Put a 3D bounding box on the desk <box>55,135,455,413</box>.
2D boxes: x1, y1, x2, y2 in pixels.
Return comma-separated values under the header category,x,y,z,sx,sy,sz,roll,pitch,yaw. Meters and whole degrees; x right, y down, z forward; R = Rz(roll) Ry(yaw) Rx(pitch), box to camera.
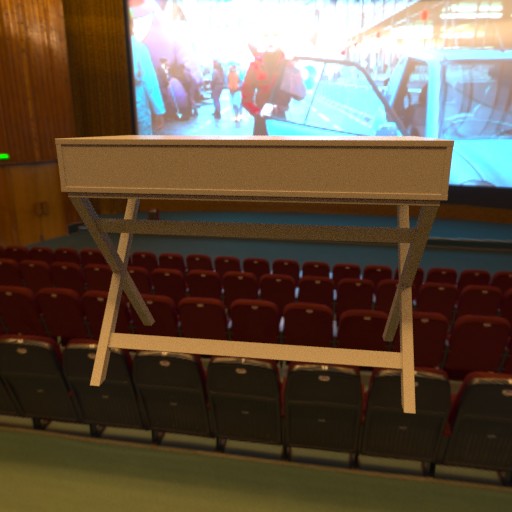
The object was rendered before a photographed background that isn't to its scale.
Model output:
category,x,y,z,sx,sy,sz,roll,pitch,yaw
desk,0.000,0.000,1.508,1.059,0.780,0.509,2,17,8
